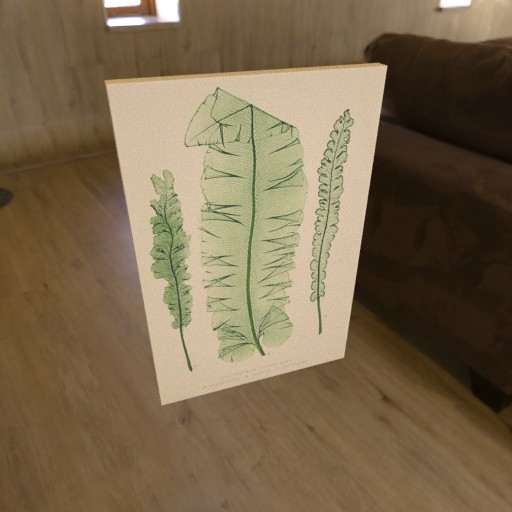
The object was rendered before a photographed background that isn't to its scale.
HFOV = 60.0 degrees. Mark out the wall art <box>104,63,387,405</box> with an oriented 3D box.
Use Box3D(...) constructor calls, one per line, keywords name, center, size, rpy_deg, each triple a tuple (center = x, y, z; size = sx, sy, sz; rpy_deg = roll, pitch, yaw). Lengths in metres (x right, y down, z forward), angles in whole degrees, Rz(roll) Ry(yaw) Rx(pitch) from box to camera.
Box3D(name="wall art", center=(0.000, 0.000, 1.177), size=(0.610, 0.914, 0.038), rpy_deg=(-10, 34, -16))
